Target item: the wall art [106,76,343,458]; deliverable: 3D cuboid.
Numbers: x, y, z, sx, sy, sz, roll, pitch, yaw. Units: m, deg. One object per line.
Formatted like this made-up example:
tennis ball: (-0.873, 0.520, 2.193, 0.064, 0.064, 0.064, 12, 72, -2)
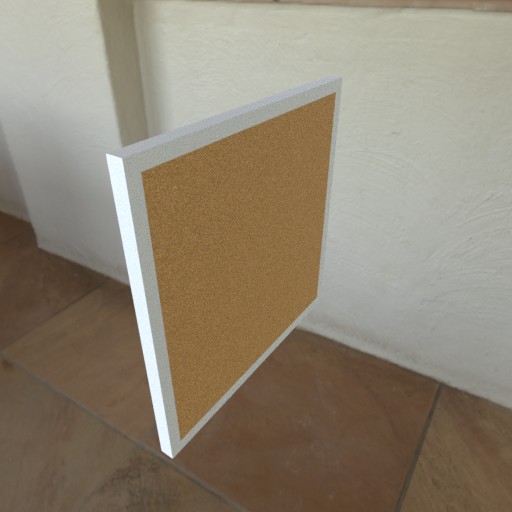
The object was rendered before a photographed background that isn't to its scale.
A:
wall art: (0.000, 0.000, 1.149, 0.038, 0.762, 0.762, 21, 38, 29)
